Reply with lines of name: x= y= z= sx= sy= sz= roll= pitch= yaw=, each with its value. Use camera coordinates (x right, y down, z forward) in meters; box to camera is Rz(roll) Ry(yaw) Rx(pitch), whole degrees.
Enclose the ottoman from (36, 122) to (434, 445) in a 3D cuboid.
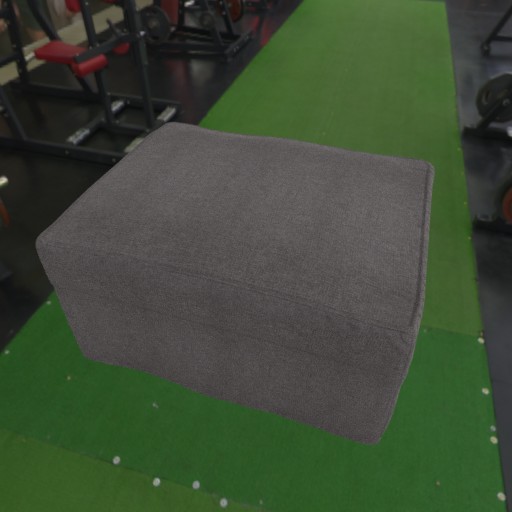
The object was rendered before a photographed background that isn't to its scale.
ottoman: x=0.000 y=0.000 z=1.218 sx=0.833 sy=0.492 sz=0.652 roll=13 pitch=44 yaw=13
